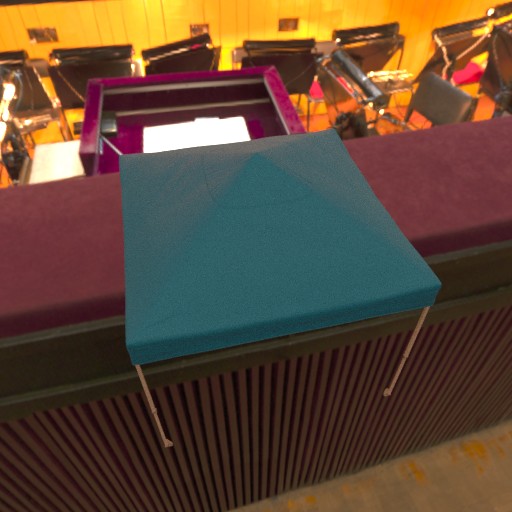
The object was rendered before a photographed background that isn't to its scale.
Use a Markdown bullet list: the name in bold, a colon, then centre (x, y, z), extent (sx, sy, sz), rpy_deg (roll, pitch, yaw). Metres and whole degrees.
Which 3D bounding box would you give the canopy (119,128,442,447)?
- **canopy**: centre (0.000, 0.000, 5.545), extent (2.998, 2.997, 2.996), rpy_deg (-10, 47, -9)
